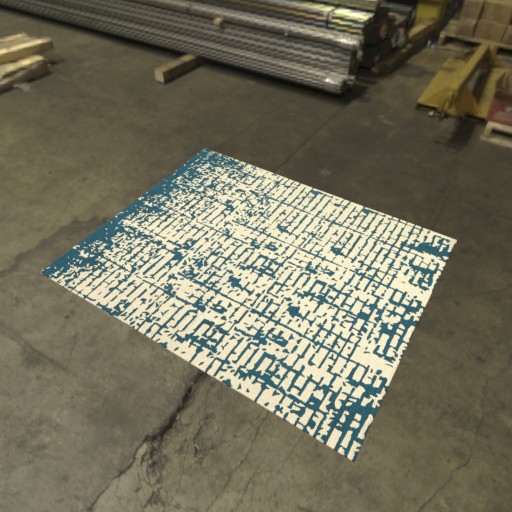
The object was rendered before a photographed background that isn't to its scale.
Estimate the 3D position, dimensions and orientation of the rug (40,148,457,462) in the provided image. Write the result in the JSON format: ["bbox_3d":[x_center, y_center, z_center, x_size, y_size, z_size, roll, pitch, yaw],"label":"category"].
[{"bbox_3d":[0.000,0.000,4.085,3.017,0.014,2.416,24,50,22],"label":"rug"}]
